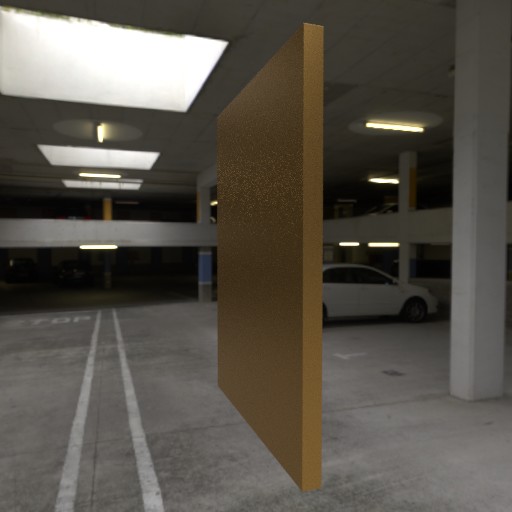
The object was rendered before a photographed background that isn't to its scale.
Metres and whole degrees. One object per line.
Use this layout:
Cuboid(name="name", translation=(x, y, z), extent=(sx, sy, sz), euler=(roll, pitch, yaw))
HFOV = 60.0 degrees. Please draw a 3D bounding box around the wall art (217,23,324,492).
Cuboid(name="wall art", translation=(0.000, 0.000, 1.061), extent=(0.038, 0.812, 0.610), euler=(-1, 2, -19))
